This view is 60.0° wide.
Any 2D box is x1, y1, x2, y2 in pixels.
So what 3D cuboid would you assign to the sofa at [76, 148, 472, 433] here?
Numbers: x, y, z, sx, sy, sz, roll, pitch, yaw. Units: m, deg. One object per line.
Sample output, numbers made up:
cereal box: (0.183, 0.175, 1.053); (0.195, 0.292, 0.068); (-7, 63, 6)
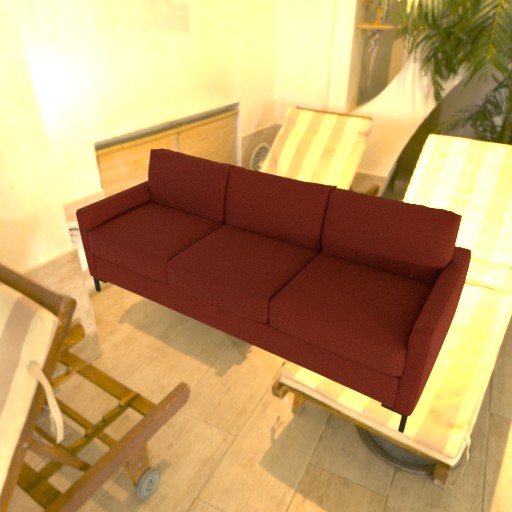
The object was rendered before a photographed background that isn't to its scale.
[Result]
sofa: (0.000, 0.000, 2.685); (2.252, 0.879, 0.875); (18, 35, 28)
